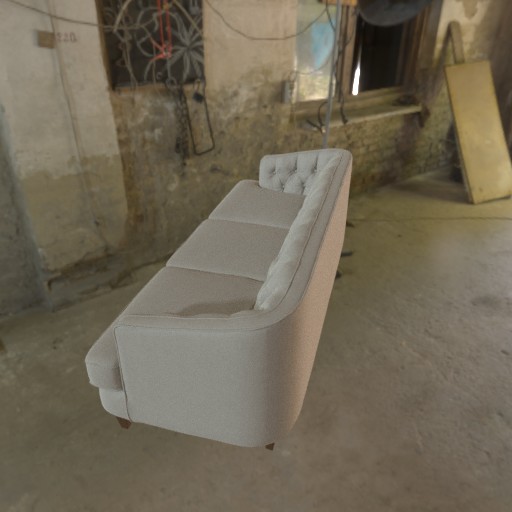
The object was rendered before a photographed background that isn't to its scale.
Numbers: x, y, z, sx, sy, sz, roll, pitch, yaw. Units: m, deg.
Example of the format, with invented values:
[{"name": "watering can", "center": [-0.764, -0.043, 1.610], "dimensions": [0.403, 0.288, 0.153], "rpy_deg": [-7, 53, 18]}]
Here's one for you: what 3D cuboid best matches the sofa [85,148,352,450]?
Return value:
[{"name": "sofa", "center": [0.000, 0.000, 2.739], "dimensions": [0.941, 0.855, 2.278], "rpy_deg": [8, 31, 14]}]
